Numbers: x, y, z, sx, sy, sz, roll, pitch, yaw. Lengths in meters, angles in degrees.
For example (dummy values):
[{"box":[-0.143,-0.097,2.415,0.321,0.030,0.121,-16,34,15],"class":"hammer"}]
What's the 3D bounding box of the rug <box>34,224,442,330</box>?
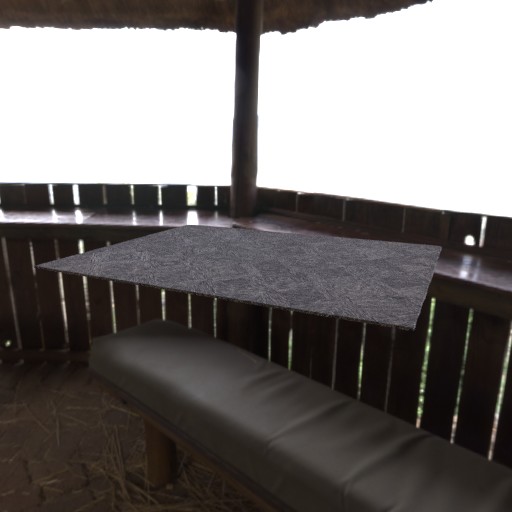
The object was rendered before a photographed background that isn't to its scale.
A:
[{"box":[0.000,0.000,4.300,3.204,0.017,2.448,7,15,25],"class":"rug"}]
